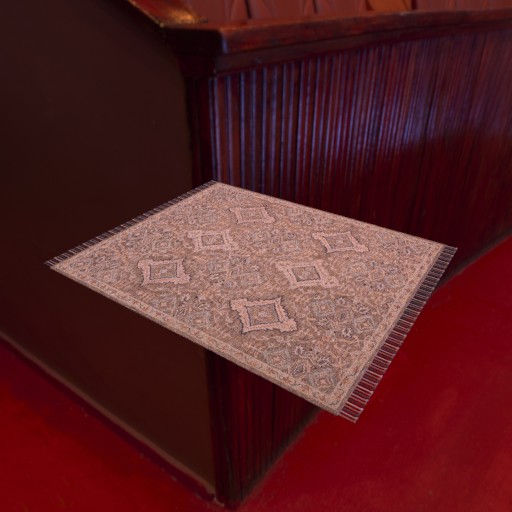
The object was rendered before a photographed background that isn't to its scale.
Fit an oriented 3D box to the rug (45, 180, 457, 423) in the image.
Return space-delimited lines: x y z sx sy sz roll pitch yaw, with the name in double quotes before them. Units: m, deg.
"rug" 0.000 0.000 4.167 3.056 0.010 2.437 20 37 29
